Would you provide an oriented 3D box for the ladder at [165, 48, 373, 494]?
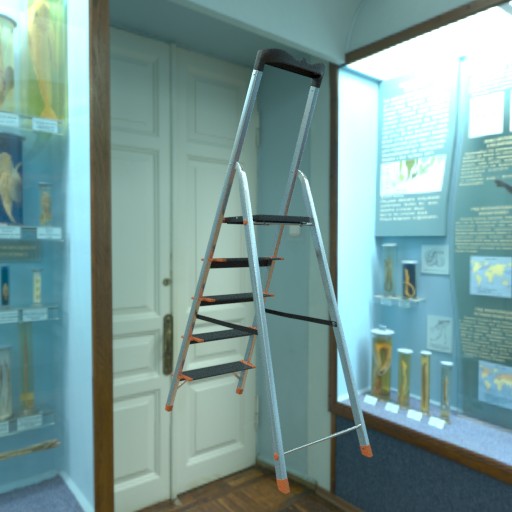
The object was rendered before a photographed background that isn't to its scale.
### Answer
[{"bbox_3d":[0.000,0.000,2.074,0.480,1.646,0.995,-1,2,-36],"label":"ladder"}]
